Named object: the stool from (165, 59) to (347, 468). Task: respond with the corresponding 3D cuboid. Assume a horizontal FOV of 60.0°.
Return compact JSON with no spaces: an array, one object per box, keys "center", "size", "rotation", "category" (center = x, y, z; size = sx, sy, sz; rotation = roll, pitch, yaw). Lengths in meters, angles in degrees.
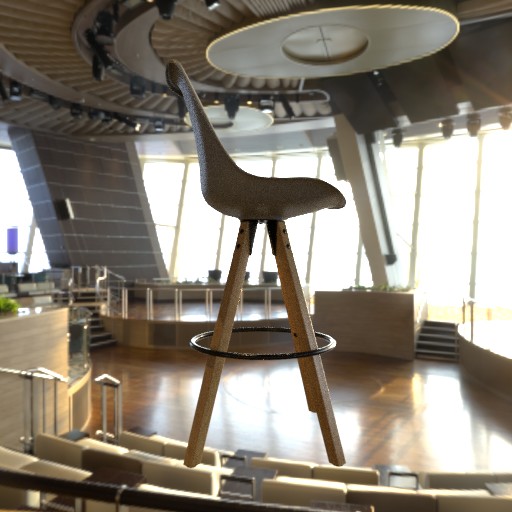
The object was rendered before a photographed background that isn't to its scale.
[{"center":[0.000,0.000,1.386],"size":[0.550,1.115,0.485],"rotation":[0,0,-1],"category":"stool"}]
